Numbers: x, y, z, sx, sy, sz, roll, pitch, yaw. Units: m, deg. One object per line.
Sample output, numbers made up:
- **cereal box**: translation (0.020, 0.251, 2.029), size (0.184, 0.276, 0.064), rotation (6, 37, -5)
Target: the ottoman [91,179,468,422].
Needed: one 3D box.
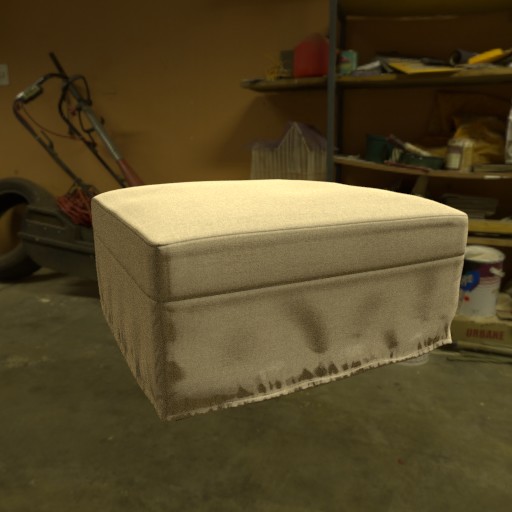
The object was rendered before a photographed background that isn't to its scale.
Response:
- **ottoman**: translation (0.000, 0.000, 1.337), size (0.840, 0.436, 0.843), rotation (-7, 15, -26)
